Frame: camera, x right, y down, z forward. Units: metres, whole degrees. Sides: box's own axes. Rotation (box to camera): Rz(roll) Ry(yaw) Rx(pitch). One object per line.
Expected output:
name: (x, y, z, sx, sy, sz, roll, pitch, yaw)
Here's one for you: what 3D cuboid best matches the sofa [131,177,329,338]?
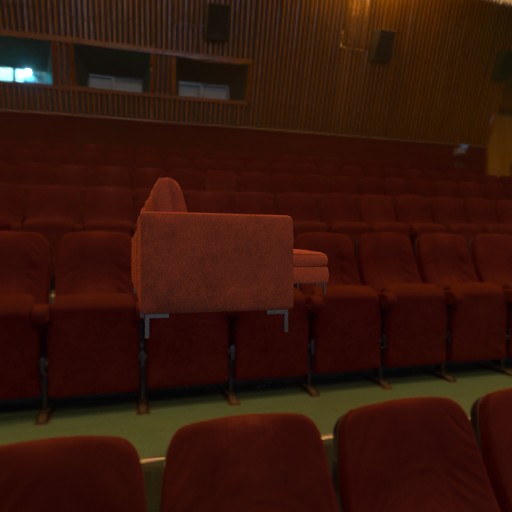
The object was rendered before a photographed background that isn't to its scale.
sofa: (0.000, 0.000, 3.530, 1.879, 0.757, 2.736, 0, 0, -17)
